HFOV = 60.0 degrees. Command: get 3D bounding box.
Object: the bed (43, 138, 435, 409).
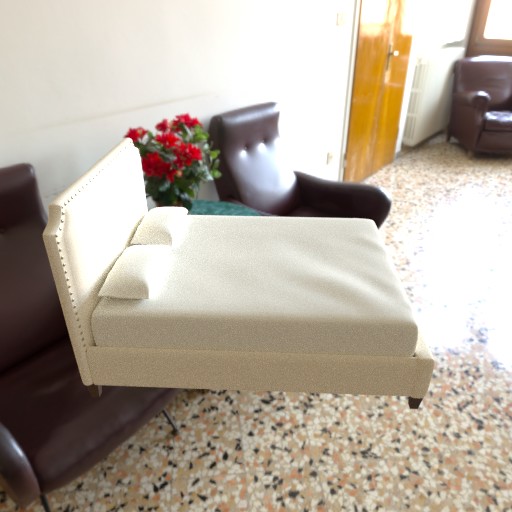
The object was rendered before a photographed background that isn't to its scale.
[{"bbox_3d":[0.000,0.000,3.443,2.365,1.443,1.712,1,30,2],"label":"bed"}]
